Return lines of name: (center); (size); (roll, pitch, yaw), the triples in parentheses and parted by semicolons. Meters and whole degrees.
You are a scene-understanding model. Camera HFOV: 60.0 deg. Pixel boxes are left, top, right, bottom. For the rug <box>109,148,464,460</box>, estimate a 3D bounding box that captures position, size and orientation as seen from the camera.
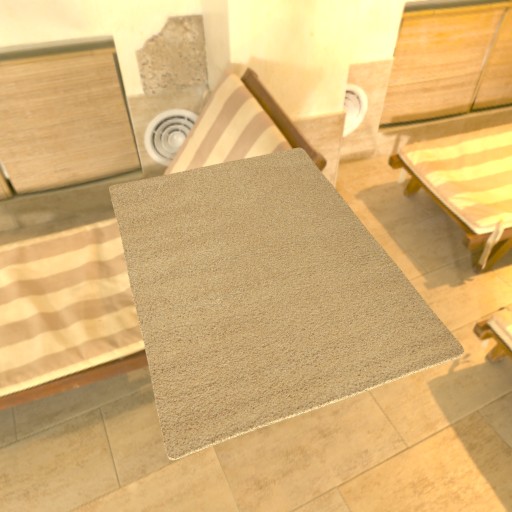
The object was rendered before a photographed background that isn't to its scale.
rug: (0.000, 0.000, 2.139); (1.199, 0.025, 1.600); (-15, 47, -14)
